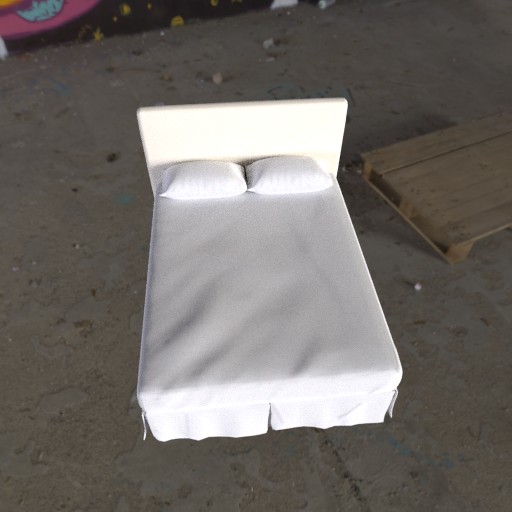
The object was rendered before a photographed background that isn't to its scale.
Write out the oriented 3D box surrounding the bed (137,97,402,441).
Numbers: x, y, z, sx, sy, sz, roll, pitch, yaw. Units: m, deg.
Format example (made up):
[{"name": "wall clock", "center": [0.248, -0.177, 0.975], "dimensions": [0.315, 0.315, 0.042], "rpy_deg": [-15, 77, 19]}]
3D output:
[{"name": "bed", "center": [0.000, 0.000, 3.255], "dimensions": [1.713, 1.330, 2.142], "rpy_deg": [-4, 48, -4]}]
